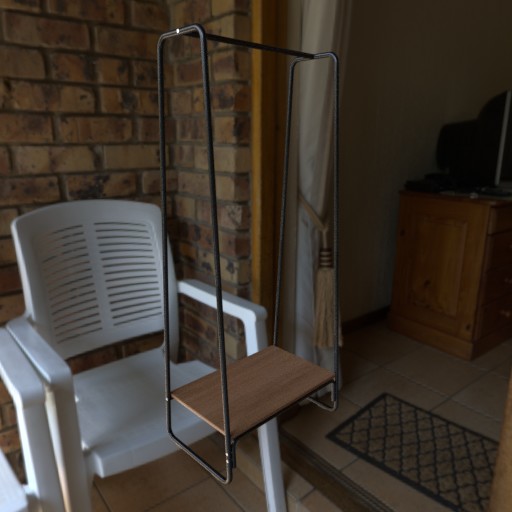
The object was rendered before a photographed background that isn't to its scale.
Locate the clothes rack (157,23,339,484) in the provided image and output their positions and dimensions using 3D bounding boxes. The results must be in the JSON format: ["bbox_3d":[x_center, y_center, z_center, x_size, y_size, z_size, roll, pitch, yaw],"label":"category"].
[{"bbox_3d":[0.000,0.000,1.702,0.640,1.500,0.400,-14,21,-42],"label":"clothes rack"}]
